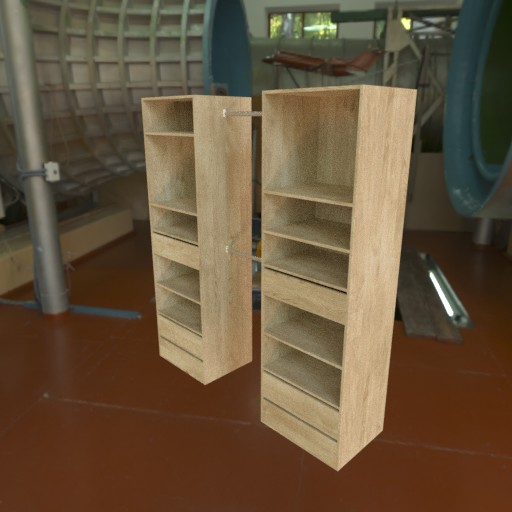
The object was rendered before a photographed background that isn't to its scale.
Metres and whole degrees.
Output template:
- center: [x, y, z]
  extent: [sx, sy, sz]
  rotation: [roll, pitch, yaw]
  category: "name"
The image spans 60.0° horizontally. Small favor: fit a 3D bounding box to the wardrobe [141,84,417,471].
- center: [0.000, 0.000, 2.918]
  extent: [0.480, 2.000, 1.770]
  rotation: [-16, 24, -42]
  category: "wardrobe"
